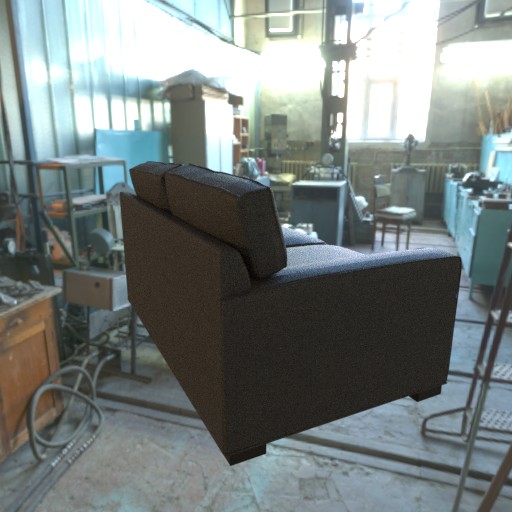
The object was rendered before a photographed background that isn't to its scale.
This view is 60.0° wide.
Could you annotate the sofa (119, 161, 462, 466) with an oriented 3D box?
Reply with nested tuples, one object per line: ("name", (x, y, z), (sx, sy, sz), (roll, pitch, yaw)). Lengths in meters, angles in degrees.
("sofa", (0.000, 0.000, 2.117), (0.974, 0.887, 1.534), (-7, 17, -25))
